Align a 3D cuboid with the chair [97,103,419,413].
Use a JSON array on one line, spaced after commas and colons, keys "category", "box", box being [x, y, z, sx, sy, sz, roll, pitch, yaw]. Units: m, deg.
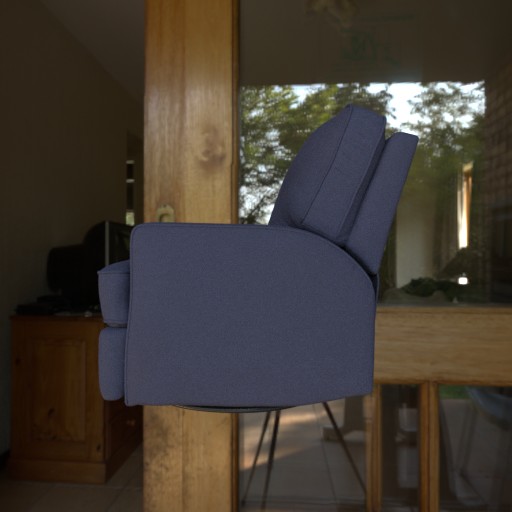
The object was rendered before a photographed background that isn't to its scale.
[{"category": "chair", "box": [0.000, 0.000, 1.674, 0.964, 0.962, 0.861, 0, 0, -1]}]
